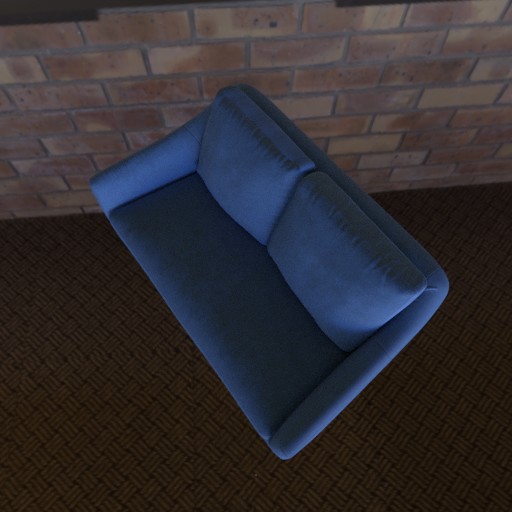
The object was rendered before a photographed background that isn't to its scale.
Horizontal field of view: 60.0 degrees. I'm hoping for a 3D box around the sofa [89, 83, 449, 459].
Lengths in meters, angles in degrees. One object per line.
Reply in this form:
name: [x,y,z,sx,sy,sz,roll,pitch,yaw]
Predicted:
sofa: [0.000,0.000,2.192,0.960,0.902,1.619,-34,68,-15]
